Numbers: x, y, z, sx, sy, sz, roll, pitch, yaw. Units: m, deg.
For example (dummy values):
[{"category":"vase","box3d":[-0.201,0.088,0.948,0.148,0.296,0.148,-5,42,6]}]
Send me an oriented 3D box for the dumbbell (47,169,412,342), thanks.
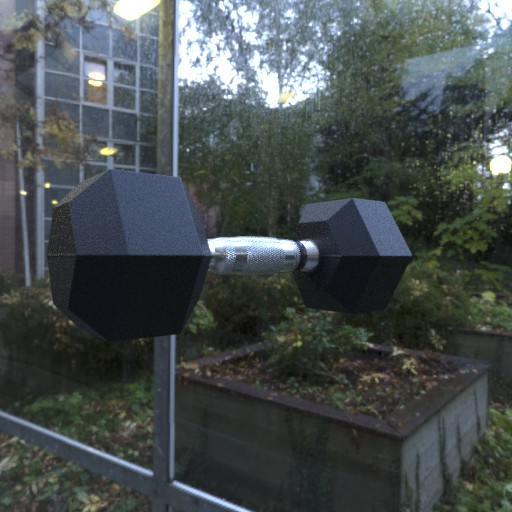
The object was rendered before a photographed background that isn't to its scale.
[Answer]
[{"category":"dumbbell","box3d":[0.000,0.000,0.327,0.272,0.092,0.106,0,0,-37]}]
